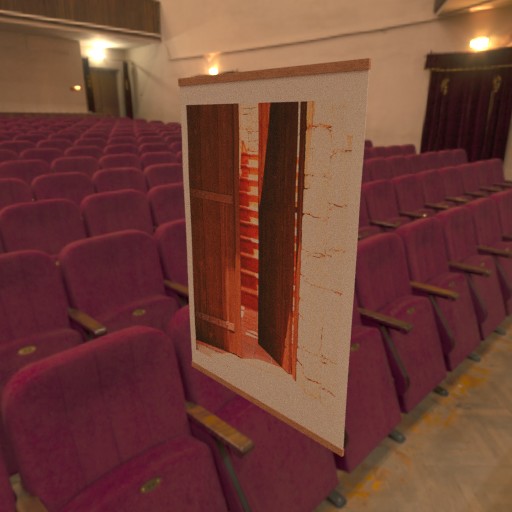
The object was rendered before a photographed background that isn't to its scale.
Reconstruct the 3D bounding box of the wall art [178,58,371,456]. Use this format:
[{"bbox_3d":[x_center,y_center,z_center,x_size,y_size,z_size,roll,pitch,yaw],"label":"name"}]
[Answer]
[{"bbox_3d":[0.000,0.000,1.964,1.019,1.527,0.019,16,23,42],"label":"wall art"}]
